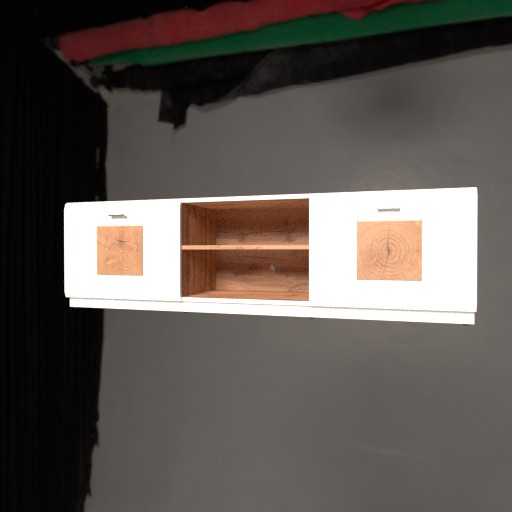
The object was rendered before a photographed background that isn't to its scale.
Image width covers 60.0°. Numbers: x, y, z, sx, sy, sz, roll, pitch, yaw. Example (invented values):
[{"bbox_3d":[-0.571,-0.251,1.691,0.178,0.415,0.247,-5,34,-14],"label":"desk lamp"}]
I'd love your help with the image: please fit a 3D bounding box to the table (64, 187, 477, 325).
[{"bbox_3d":[0.000,0.000,1.778,1.550,0.440,0.400,0,1,17],"label":"table"}]
